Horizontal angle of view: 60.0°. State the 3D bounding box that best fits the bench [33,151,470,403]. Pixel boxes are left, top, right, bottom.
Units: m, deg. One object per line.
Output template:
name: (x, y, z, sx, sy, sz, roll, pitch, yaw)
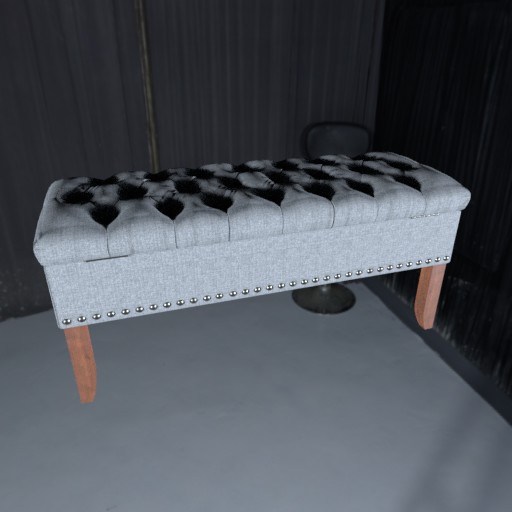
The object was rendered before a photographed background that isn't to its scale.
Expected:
bench: (0.000, 0.000, 1.271, 1.052, 0.470, 0.417, -8, 28, -16)
